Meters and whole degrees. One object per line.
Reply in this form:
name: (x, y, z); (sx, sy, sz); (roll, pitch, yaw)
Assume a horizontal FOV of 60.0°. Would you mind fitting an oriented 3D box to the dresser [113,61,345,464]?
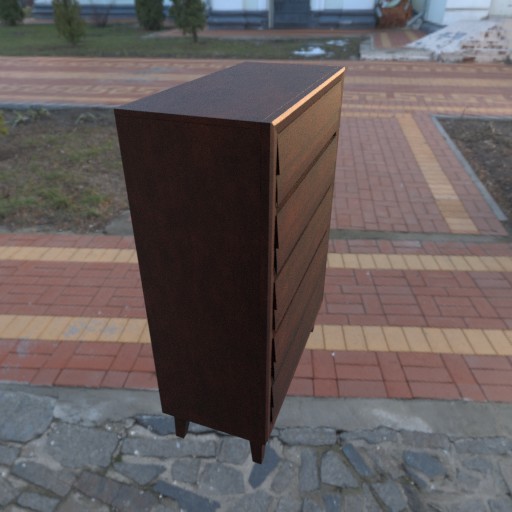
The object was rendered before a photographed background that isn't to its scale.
dresser: (0.000, 0.000, 2.054); (0.506, 1.514, 1.072); (11, 33, 17)
